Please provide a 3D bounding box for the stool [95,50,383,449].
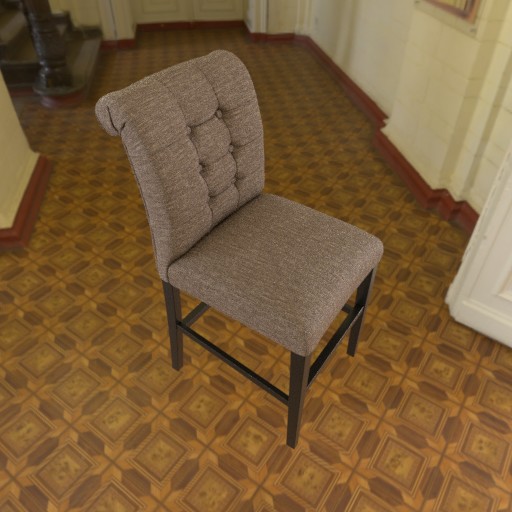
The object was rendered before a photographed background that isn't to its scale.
[{"bbox_3d":[0.000,0.000,1.300,0.611,0.970,0.457,25,47,26],"label":"stool"}]
